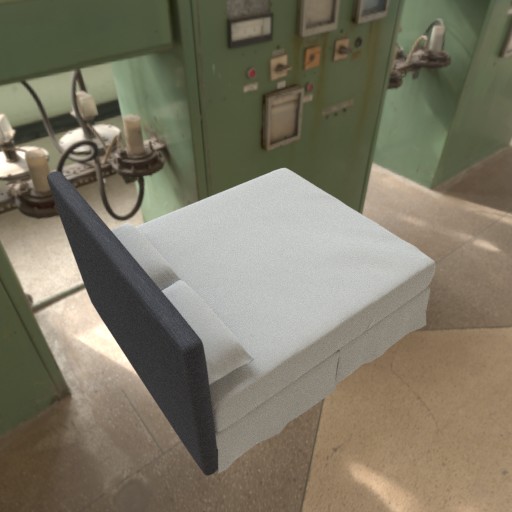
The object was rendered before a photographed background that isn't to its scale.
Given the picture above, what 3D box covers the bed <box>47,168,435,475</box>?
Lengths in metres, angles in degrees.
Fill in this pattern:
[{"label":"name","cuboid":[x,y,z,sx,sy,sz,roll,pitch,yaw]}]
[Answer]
[{"label":"bed","cuboid":[0.000,0.000,3.282,2.142,1.330,1.884,-27,48,-27]}]
